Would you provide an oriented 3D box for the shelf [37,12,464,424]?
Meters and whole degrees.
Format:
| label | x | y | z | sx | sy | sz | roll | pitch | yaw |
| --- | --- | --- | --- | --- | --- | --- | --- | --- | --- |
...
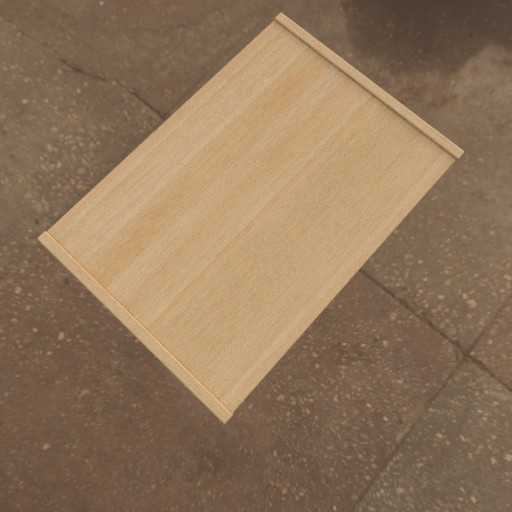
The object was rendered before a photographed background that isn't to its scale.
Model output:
| label | x | y | z | sx | sy | sz | roll | pitch | yaw |
| --- | --- | --- | --- | --- | --- | --- | --- | --- | --- |
| shelf | 0.000 | 0.000 | 0.796 | 0.290 | 0.592 | 0.414 | 42 | 80 | 9 |
